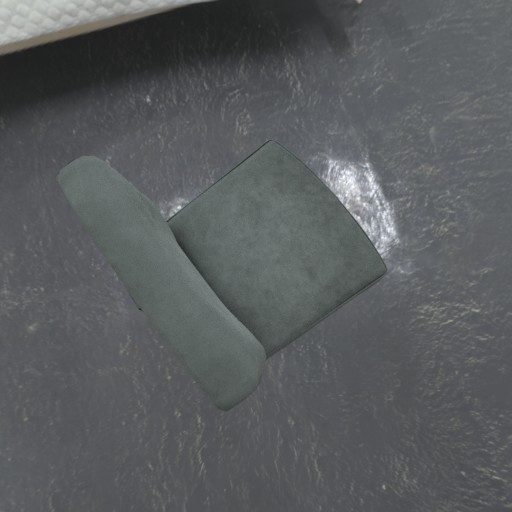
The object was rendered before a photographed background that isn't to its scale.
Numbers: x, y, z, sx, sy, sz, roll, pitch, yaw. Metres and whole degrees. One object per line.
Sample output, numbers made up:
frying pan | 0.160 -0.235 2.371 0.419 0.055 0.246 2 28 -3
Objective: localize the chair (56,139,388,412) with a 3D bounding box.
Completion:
chair | 0.000 0.000 1.164 0.554 0.806 0.521 -37 78 -9
